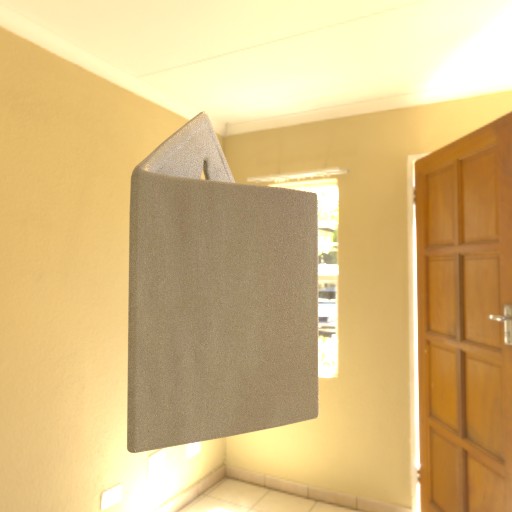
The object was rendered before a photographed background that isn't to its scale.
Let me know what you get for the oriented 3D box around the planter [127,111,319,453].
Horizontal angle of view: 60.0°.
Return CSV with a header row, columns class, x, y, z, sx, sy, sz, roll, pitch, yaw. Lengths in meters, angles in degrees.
class,x,y,z,sx,sy,sz,roll,pitch,yaw
planter,0.000,0.000,0.281,0.080,0.194,0.163,-1,-2,19
